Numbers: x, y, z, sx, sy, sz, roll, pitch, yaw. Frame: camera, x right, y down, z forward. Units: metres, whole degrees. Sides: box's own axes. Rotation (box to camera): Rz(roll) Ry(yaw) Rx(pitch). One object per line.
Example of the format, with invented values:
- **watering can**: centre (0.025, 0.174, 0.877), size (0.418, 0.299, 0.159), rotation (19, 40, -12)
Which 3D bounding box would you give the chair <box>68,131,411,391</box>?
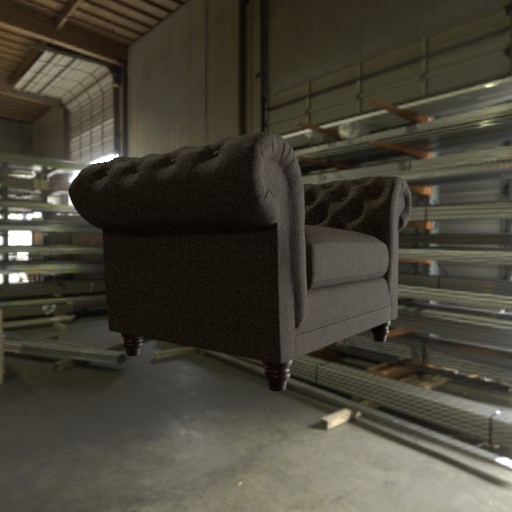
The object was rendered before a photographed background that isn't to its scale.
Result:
- **chair**: centre (0.000, 0.000, 1.919), size (0.945, 0.780, 1.298), rotation (1, 2, 37)
